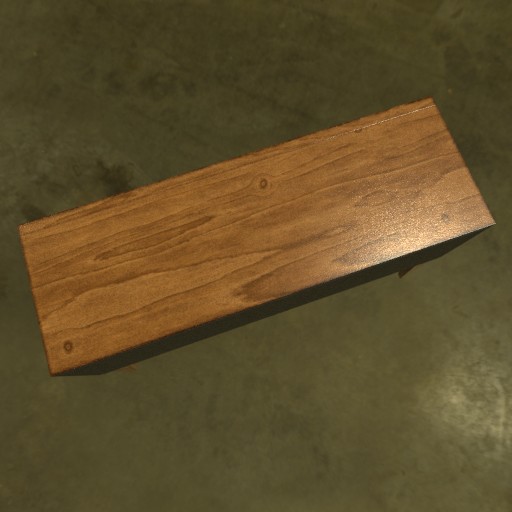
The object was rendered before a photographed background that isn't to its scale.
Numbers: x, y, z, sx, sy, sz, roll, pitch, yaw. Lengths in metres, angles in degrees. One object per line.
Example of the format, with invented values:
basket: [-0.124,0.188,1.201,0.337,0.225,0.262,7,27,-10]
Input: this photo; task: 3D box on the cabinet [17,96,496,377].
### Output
cabinet: [0.000,0.000,1.722,1.363,0.802,0.477,-18,76,-5]
